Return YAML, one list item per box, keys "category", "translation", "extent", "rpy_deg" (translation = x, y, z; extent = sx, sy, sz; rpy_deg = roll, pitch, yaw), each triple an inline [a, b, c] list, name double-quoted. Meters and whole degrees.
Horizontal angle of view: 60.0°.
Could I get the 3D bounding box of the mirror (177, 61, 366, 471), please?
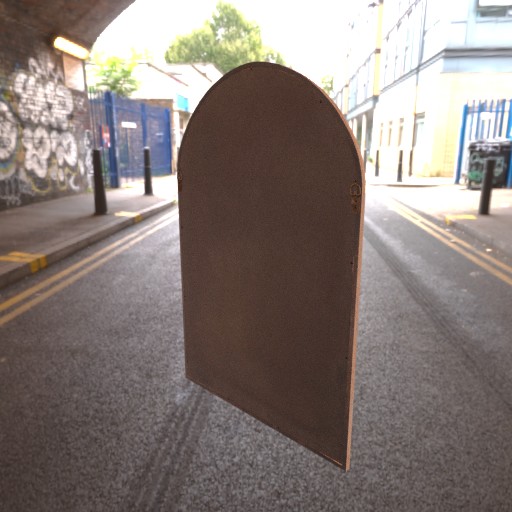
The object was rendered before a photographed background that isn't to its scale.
- category: "mirror"
  translation: [0.000, 0.000, 1.130]
  extent: [0.609, 0.915, 0.032]
  rpy_deg: [13, 19, 43]
